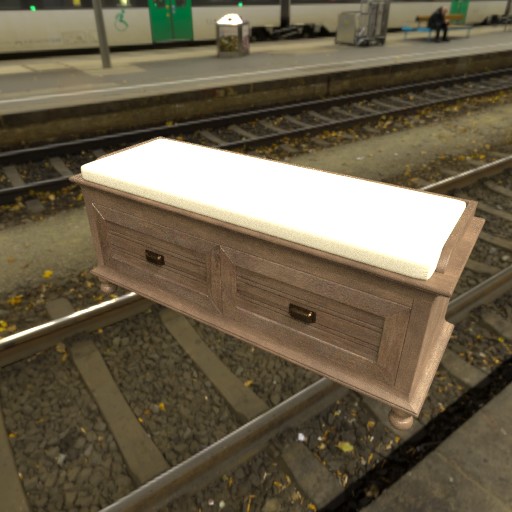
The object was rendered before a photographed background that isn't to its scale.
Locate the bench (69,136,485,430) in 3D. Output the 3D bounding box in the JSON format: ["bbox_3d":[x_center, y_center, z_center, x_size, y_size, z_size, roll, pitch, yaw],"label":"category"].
[{"bbox_3d":[0.000,0.000,1.405,1.185,0.501,0.402,18,35,28],"label":"bench"}]
